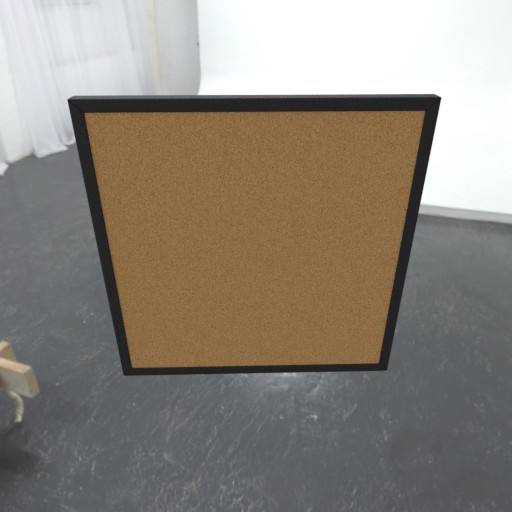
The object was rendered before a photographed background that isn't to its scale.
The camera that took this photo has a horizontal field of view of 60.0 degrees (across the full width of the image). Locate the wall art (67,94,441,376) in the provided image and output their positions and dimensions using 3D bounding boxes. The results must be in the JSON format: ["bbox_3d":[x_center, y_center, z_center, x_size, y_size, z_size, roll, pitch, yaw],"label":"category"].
[{"bbox_3d":[0.000,0.000,1.108,0.763,0.763,0.037,-1,30,-1],"label":"wall art"}]
